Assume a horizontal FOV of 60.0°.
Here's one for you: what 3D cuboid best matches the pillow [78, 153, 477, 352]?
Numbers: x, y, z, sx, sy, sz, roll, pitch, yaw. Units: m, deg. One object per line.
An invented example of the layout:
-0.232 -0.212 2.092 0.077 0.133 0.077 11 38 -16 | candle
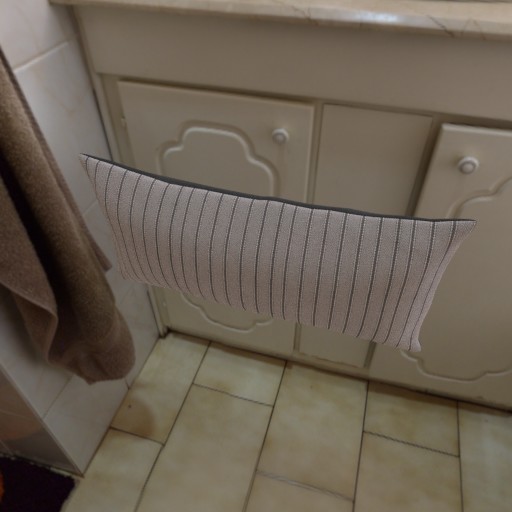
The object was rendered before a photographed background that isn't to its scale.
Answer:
0.000 0.000 0.750 0.609 0.305 0.151 13 45 13 | pillow
